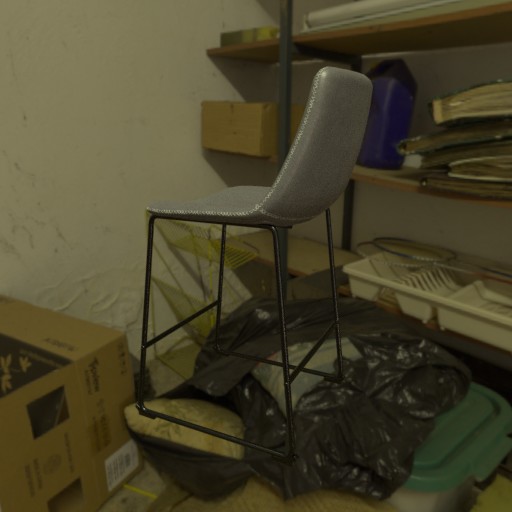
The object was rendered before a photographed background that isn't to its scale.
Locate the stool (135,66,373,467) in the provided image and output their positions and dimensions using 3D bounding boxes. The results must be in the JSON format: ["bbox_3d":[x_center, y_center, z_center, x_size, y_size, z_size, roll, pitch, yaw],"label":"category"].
[{"bbox_3d":[0.000,0.000,1.185,0.546,0.876,0.470,7,16,26],"label":"stool"}]
